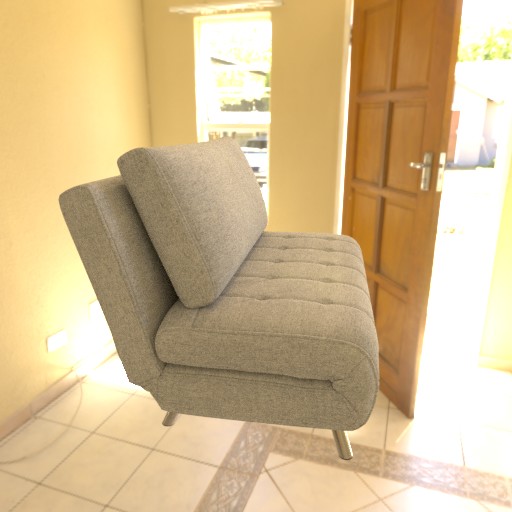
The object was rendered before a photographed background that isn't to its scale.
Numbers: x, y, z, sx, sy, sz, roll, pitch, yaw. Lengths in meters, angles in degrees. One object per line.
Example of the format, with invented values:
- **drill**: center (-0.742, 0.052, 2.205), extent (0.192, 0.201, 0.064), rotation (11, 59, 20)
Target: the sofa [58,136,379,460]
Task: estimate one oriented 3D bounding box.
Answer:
- **sofa**: center (0.000, 0.000, 1.806), extent (0.910, 0.910, 1.220), rotation (3, 17, 10)
